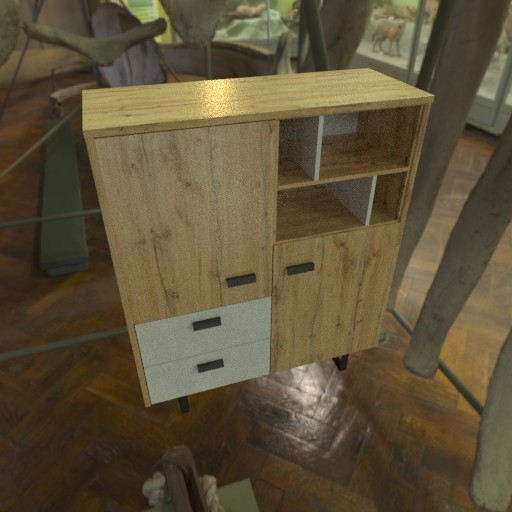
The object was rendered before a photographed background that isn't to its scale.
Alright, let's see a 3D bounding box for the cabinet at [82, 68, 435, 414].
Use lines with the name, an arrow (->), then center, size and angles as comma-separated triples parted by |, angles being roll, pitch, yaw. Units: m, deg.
cabinet -> 0.000, 0.000, 1.963 | 1.168, 1.397, 0.473 | -10, 36, -15
